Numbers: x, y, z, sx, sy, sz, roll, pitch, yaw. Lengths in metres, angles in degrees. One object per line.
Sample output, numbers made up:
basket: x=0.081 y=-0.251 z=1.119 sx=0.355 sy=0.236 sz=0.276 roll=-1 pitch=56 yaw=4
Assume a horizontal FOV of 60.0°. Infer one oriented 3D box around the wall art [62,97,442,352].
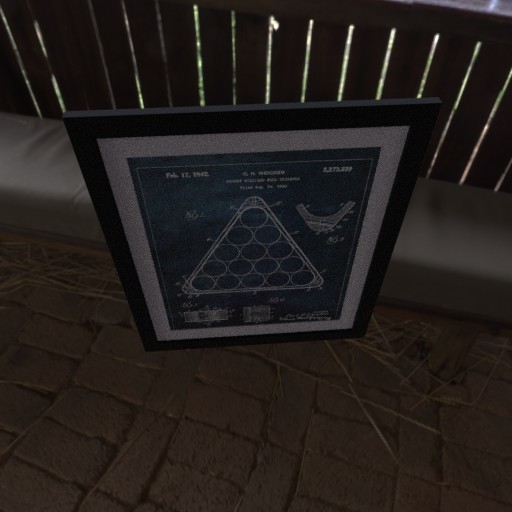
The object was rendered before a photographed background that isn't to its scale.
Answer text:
wall art: x=0.000 y=0.000 z=0.497 sx=0.311 sy=0.361 sz=0.010 roll=-3 pitch=48 yaw=-3
